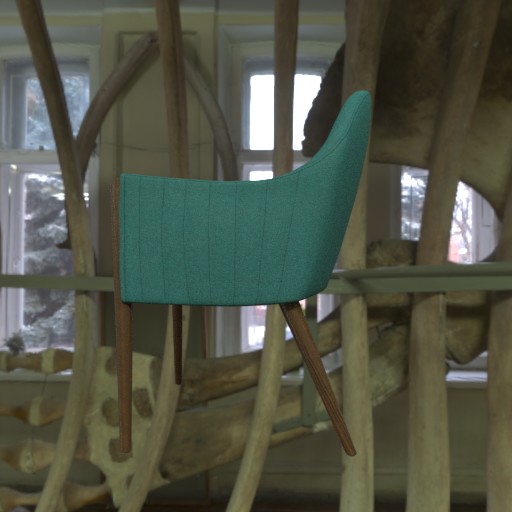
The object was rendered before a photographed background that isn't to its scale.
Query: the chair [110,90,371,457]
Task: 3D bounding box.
[{"bbox_3d":[0.000,0.000,1.298,0.652,0.907,0.656,0,-1,2],"label":"chair"}]
